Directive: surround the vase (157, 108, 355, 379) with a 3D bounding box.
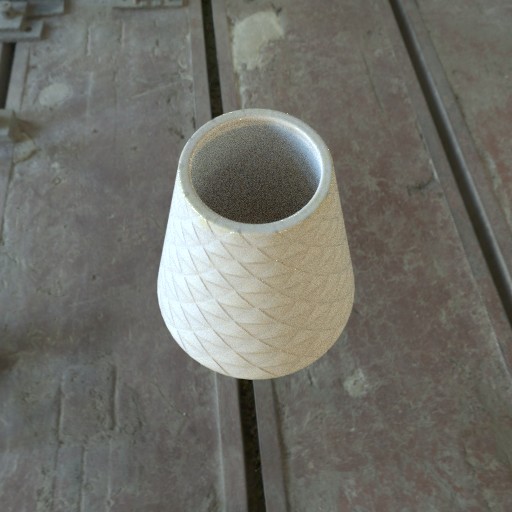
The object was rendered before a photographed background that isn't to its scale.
[{"bbox_3d":[0.000,0.000,0.352,0.175,0.230,0.175,0,64,0],"label":"vase"}]
